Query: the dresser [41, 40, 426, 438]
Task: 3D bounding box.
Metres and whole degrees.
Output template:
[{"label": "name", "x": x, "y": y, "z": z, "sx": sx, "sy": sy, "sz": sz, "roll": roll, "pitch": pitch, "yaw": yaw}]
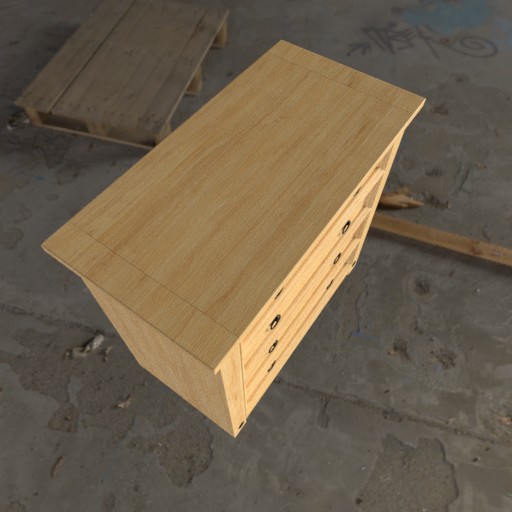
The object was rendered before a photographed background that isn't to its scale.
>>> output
[{"label": "dresser", "x": 0.000, "y": 0.000, "z": 1.238, "sx": 0.410, "sy": 0.730, "sz": 0.800, "roll": 31, "pitch": 63, "yaw": 18}]
